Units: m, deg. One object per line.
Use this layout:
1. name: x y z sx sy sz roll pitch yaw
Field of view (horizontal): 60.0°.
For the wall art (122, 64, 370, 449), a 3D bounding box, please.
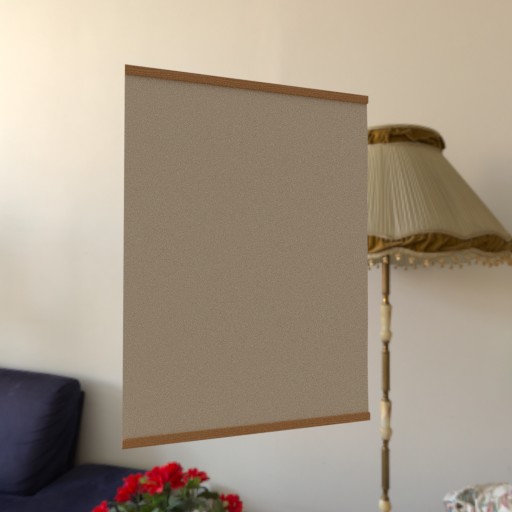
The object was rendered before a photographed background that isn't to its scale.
1. wall art: 0.000 0.000 1.289 0.739 1.016 0.020 0 -1 -17
